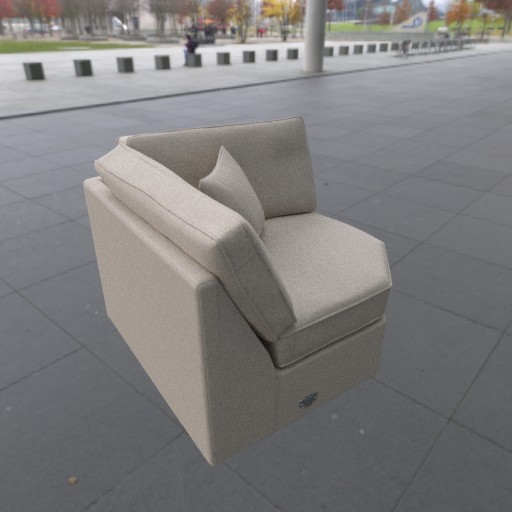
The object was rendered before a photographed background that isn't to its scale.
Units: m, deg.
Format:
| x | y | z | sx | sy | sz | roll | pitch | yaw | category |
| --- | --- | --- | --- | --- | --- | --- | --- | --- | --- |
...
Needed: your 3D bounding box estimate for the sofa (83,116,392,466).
| x | y | z | sx | sy | sz | roll | pitch | yaw | category |
| --- | --- | --- | --- | --- | --- | --- | --- | --- | --- |
| 0.000 | 0.000 | 1.839 | 1.042 | 0.937 | 1.050 | -17 | 32 | -29 | sofa |
